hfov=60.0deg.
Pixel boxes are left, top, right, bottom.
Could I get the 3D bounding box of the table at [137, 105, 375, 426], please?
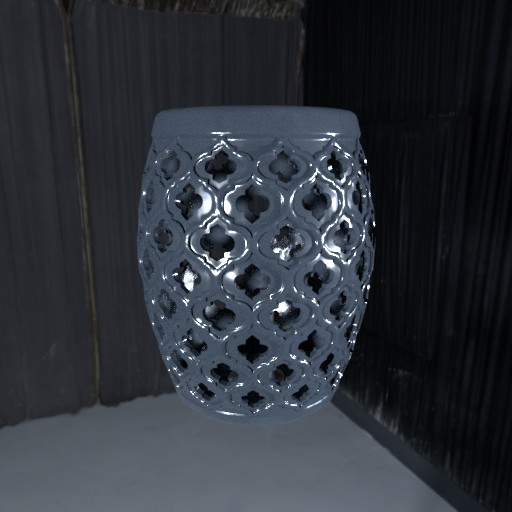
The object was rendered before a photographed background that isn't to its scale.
[{"bbox_3d":[0.000,0.000,0.632,0.325,0.388,0.325,0,14,0],"label":"table"}]
